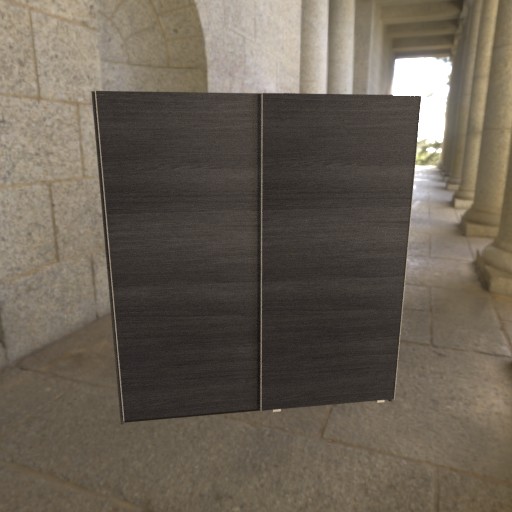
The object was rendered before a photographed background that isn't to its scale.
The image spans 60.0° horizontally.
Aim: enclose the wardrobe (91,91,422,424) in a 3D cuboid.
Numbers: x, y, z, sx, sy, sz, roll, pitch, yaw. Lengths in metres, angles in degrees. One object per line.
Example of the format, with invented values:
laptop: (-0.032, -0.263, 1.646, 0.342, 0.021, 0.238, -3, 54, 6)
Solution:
wardrobe: (0.000, 0.000, 2.895, 1.780, 1.960, 0.629, -2, 15, -8)
